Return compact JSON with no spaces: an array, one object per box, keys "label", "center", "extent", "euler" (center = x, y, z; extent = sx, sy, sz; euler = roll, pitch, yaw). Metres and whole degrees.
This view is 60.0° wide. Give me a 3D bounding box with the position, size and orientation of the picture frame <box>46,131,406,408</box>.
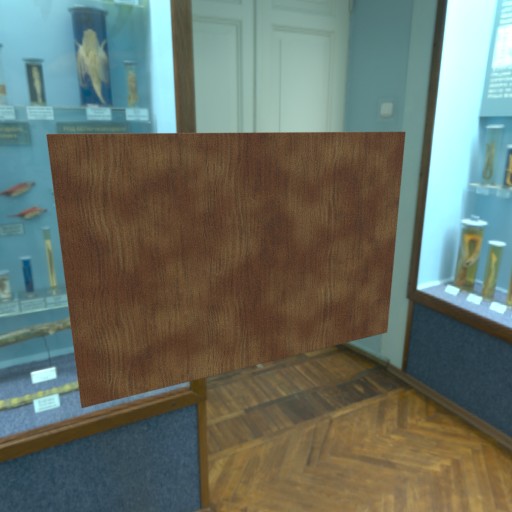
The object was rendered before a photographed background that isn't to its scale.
[{"label":"picture frame","center":[0.000,0.000,1.193],"extent":[0.950,0.640,0.029],"euler":[-8,18,-25]}]
